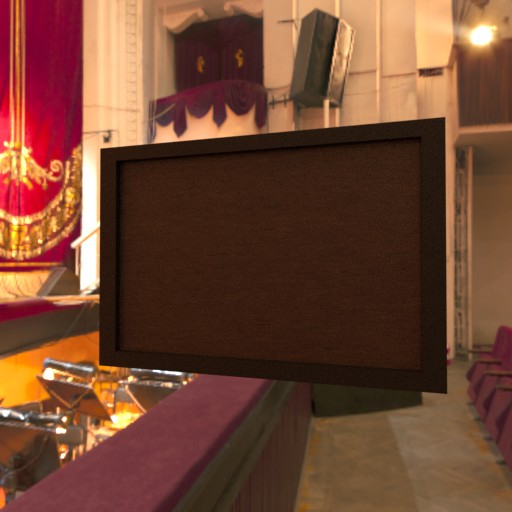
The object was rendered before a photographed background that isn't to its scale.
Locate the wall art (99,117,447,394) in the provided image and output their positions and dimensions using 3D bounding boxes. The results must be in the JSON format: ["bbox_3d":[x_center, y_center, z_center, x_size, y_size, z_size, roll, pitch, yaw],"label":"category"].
[{"bbox_3d":[0.000,0.000,0.851,0.671,0.456,0.051,0,-1,17],"label":"wall art"}]
